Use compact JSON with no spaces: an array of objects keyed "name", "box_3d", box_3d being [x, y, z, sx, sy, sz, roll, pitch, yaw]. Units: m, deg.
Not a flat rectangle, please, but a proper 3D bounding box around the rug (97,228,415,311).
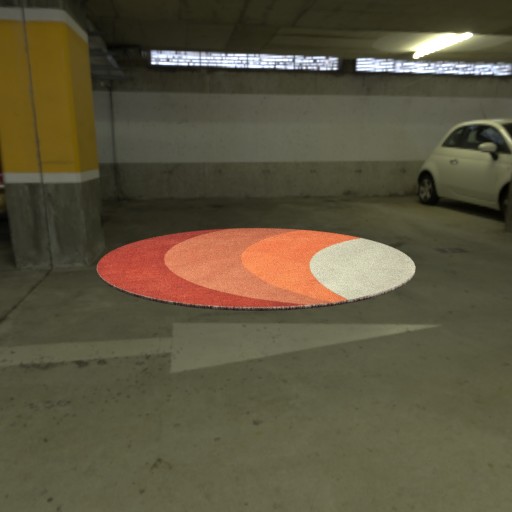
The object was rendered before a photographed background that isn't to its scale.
[{"name":"rug","box_3d":[0.000,0.000,2.228,1.514,0.015,1.514,0,14,0]}]
